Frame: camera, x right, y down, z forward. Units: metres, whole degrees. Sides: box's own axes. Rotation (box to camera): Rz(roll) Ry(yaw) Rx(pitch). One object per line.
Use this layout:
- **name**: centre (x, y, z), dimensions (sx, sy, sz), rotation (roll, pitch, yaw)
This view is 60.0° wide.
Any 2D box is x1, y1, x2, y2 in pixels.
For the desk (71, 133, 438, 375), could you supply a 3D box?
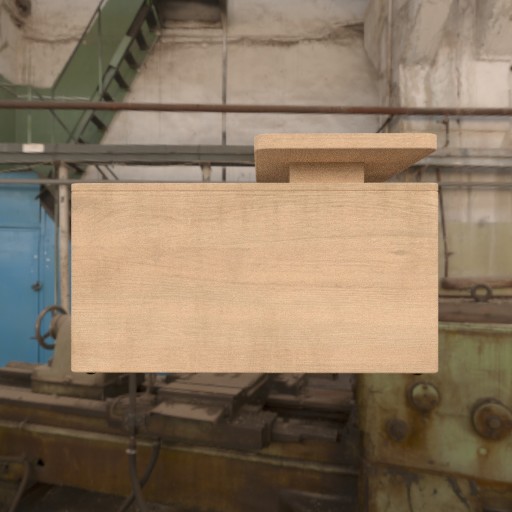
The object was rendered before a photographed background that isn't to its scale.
- **desk**: centre (0.000, 0.000, 2.095), dimensions (1.175, 0.770, 1.400), rotation (0, 0, 1)
